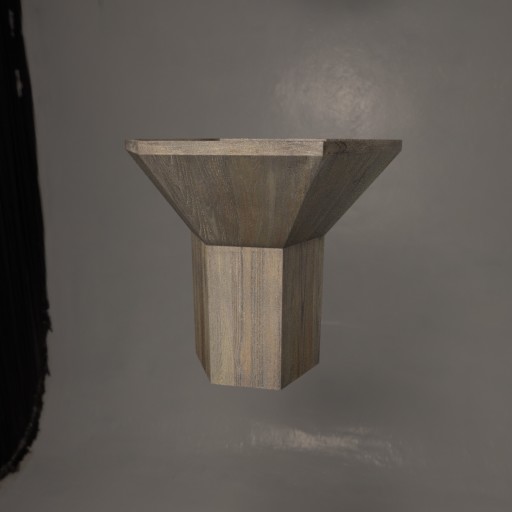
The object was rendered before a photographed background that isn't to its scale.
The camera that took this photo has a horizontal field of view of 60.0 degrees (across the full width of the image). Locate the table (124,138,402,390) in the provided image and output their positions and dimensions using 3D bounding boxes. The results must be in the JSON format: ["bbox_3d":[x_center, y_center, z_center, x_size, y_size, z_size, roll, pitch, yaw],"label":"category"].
[{"bbox_3d":[0.000,0.000,1.153,0.683,0.586,0.592,3,15,10],"label":"table"}]
